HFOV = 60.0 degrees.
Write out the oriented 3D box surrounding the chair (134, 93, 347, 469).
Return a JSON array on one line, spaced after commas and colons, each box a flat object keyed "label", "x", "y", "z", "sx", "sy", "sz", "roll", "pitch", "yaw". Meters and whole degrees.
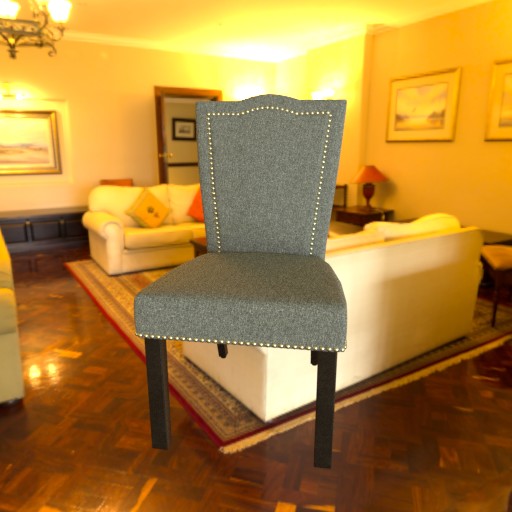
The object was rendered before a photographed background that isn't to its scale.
[{"label": "chair", "x": 0.000, "y": 0.000, "z": 1.289, "sx": 0.518, "sy": 0.946, "sz": 0.589, "roll": 2, "pitch": 14, "yaw": 9}]
